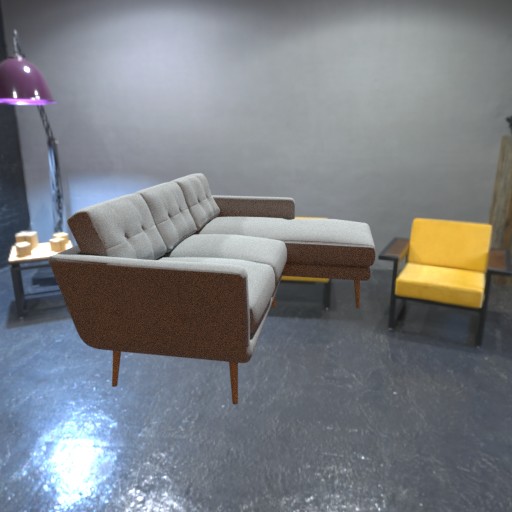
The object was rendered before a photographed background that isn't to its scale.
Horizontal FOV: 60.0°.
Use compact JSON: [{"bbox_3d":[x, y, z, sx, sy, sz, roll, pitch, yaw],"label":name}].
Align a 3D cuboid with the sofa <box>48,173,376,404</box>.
[{"bbox_3d":[0.000,0.000,2.816,1.530,0.860,2.040,3,16,10],"label":"sofa"}]
